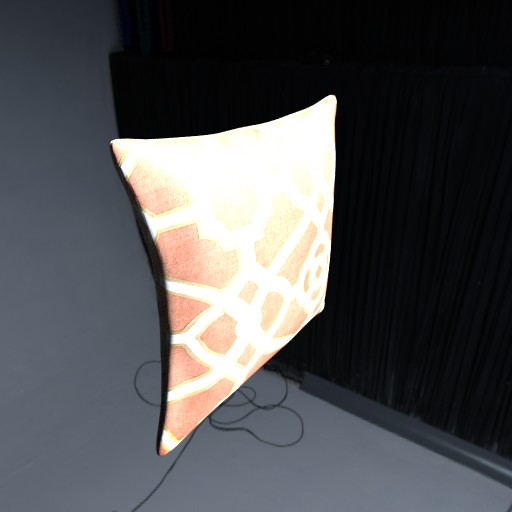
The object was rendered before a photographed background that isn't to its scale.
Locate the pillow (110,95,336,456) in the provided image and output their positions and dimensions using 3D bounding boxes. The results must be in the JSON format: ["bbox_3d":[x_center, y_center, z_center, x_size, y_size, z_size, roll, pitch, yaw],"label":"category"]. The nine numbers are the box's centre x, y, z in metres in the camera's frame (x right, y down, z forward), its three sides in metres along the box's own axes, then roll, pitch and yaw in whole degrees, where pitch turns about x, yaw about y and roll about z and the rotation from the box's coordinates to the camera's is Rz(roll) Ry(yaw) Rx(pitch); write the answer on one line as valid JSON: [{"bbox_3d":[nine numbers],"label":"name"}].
[{"bbox_3d":[0.000,0.000,0.811,0.166,0.508,0.552,18,31,32],"label":"pillow"}]
